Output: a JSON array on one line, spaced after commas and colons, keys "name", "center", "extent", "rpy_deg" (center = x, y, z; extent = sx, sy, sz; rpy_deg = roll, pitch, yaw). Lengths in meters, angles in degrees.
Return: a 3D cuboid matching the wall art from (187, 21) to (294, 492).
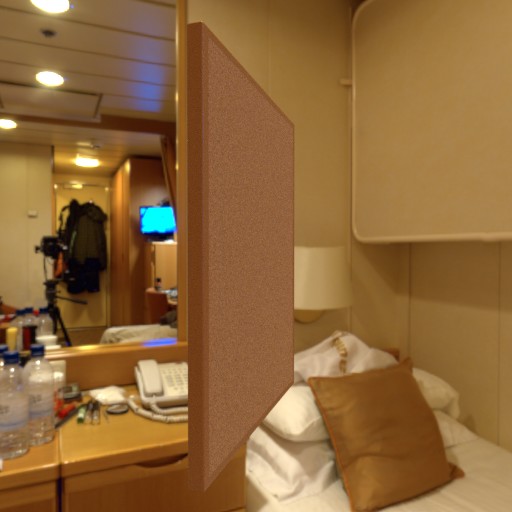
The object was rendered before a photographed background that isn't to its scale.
[{"name": "wall art", "center": [0.000, 0.000, 0.504], "extent": [0.015, 0.379, 0.310], "rpy_deg": [0, 1, 19]}]
